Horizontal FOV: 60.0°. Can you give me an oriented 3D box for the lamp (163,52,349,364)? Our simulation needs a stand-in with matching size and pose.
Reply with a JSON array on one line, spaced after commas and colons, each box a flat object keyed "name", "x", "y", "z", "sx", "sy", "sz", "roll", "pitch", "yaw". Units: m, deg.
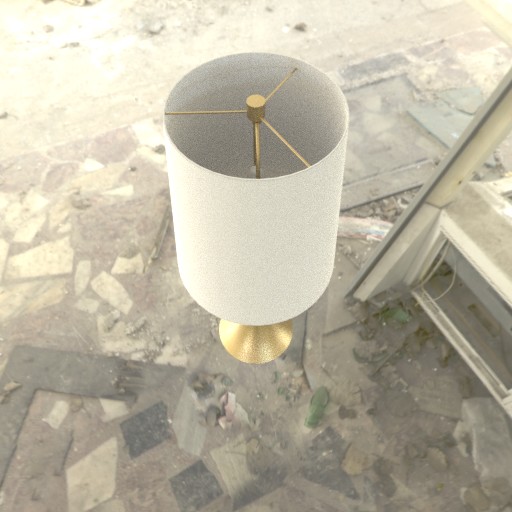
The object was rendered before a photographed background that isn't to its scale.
[{"name": "lamp", "x": 0.000, "y": 0.000, "z": 0.664, "sx": 0.231, "sy": 0.569, "sz": 0.231, "roll": 0, "pitch": 59, "yaw": 0}]
